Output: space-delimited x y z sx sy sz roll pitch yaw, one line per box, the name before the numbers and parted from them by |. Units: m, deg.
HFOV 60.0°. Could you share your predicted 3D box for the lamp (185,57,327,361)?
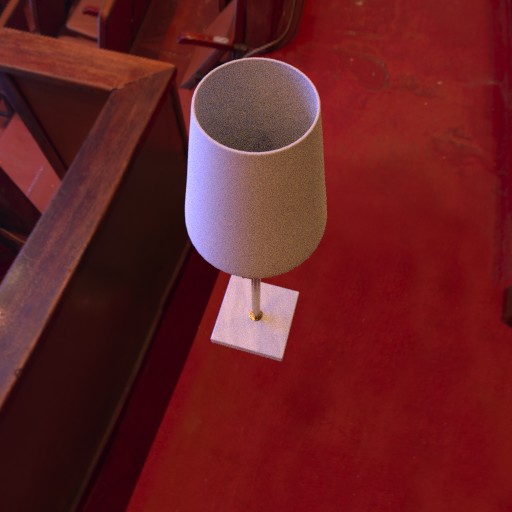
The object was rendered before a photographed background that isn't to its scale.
lamp | 0.000 0.000 0.687 0.181 0.639 0.181 14 65 7
